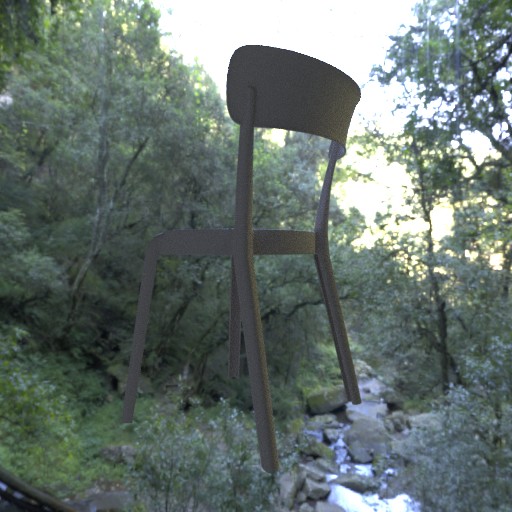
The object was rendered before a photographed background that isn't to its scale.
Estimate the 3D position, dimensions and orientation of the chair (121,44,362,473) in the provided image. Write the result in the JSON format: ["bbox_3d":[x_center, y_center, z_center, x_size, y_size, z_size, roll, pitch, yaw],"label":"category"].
[{"bbox_3d":[0.000,0.000,1.098,0.491,0.790,0.506,1,1,34],"label":"chair"}]
